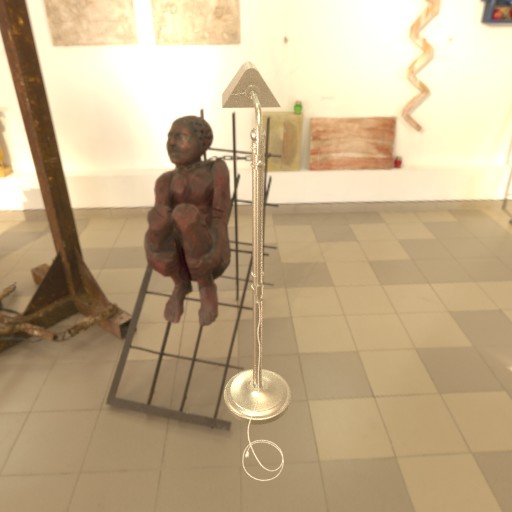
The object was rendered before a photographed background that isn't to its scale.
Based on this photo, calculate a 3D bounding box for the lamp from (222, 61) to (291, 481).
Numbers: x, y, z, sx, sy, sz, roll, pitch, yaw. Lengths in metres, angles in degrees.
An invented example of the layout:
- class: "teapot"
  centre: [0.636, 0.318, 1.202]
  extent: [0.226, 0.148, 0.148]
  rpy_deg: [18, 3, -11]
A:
- class: "lamp"
  centre: [0.000, 0.000, 0.934]
  extent: [0.159, 0.708, 0.546]
  rpy_deg: [-2, 30, -3]
